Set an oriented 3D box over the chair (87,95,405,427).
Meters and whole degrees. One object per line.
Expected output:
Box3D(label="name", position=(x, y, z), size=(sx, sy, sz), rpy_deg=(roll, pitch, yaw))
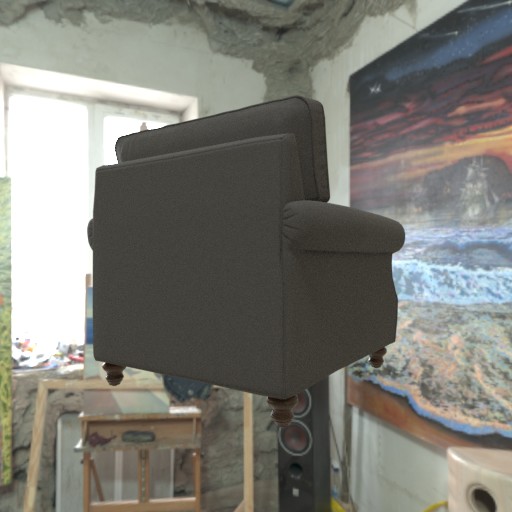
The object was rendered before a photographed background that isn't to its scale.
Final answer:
Box3D(label="chair", position=(0.000, 0.000, 1.790), size=(1.029, 0.967, 0.966), rpy_deg=(0, 0, 34))
